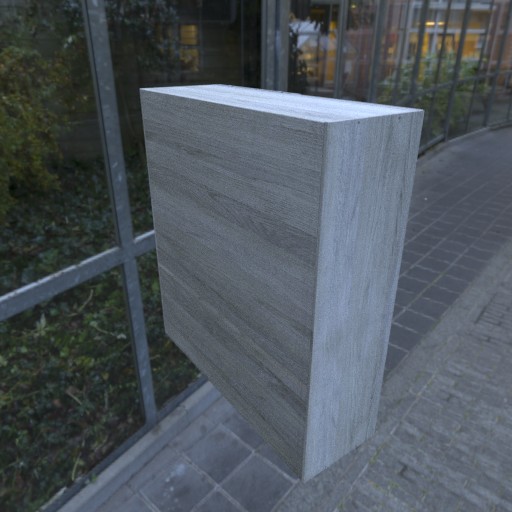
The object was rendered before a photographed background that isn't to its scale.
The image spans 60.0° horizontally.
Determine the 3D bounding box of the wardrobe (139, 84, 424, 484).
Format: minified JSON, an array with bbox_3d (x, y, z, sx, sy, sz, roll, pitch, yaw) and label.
[{"bbox_3d":[0.000,0.000,2.874,0.629,1.960,1.780,-17,30,-32],"label":"wardrobe"}]
